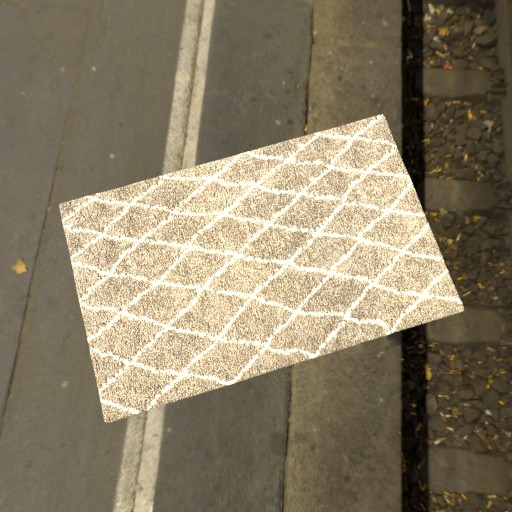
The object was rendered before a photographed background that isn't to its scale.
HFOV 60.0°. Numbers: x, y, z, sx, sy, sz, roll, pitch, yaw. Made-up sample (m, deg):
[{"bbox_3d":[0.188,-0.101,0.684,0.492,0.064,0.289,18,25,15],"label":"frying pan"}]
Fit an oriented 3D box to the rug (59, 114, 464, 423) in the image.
[{"bbox_3d":[0.000,0.000,3.034,2.438,0.030,1.524,-16,77,-4],"label":"rug"}]
